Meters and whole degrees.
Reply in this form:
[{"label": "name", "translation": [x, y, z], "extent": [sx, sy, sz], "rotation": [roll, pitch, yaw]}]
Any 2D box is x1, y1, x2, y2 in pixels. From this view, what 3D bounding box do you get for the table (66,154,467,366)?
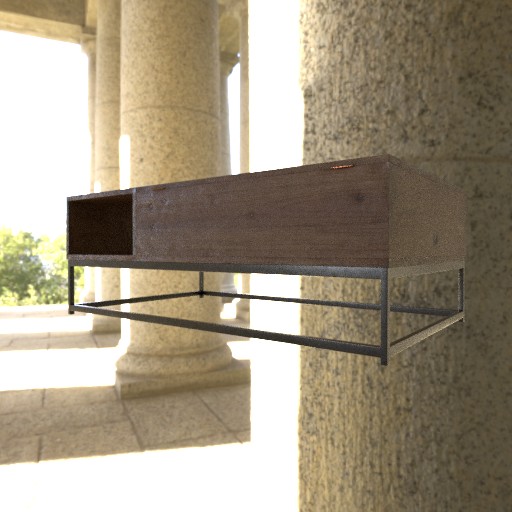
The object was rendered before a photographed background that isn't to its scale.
[{"label": "table", "translation": [0.000, 0.000, 1.408], "extent": [1.101, 0.395, 0.655], "rotation": [1, 1, 37]}]
